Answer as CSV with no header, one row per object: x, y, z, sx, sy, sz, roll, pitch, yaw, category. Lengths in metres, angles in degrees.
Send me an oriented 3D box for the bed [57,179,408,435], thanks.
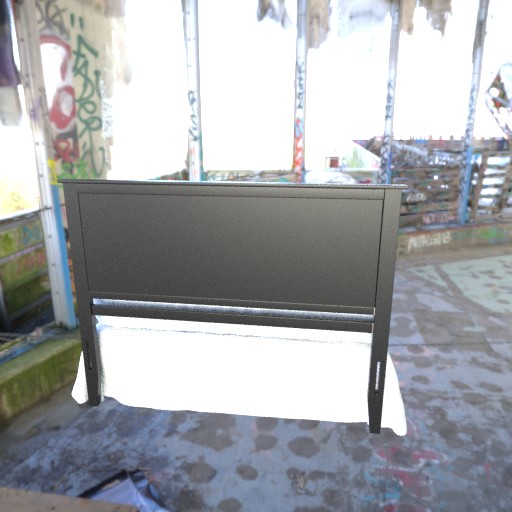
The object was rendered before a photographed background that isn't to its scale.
0.000,0.000,3.174,1.870,1.270,2.050,2,16,8,bed
